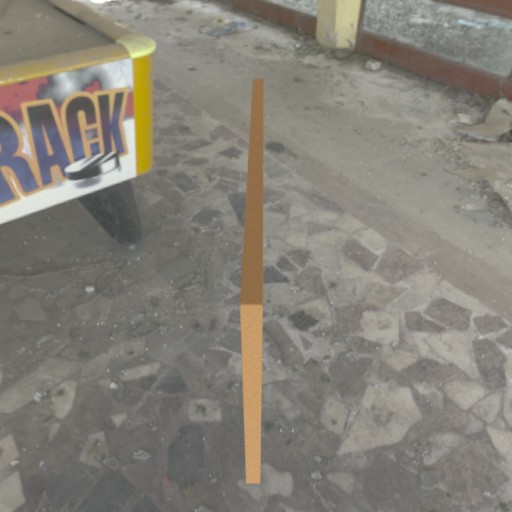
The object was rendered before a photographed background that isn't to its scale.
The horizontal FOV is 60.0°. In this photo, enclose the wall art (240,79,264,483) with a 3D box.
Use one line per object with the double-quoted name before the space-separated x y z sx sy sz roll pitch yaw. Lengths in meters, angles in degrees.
"wall art" 0.000 0.000 1.178 0.033 0.608 0.915 1 41 1
